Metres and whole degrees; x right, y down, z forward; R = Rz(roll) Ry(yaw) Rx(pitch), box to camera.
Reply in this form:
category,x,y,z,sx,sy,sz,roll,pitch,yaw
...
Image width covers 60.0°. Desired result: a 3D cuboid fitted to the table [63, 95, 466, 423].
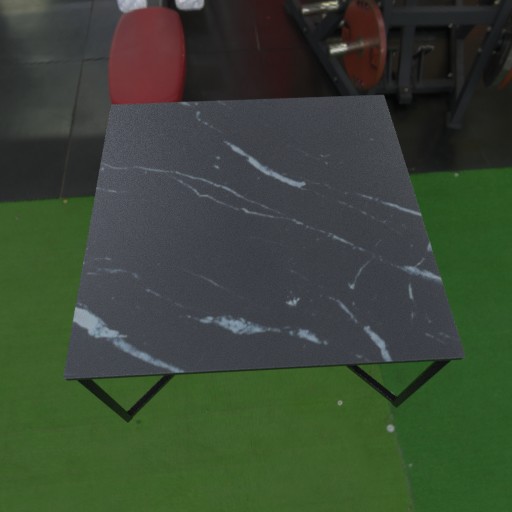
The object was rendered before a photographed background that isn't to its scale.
category,x,y,z,sx,sy,sz,roll,pitch,yaw
table,0.000,0.000,1.279,0.800,0.450,0.800,-3,58,-2
